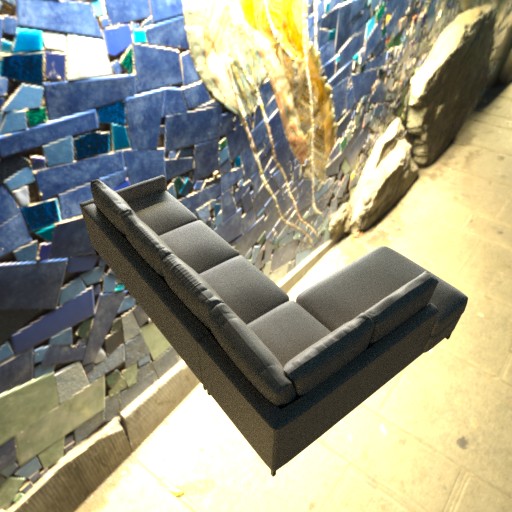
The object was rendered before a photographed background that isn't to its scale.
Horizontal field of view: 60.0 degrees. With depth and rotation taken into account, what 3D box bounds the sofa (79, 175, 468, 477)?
[{"bbox_3d":[0.000,0.000,3.191,1.617,0.703,2.423,-27,47,-28],"label":"sofa"}]
